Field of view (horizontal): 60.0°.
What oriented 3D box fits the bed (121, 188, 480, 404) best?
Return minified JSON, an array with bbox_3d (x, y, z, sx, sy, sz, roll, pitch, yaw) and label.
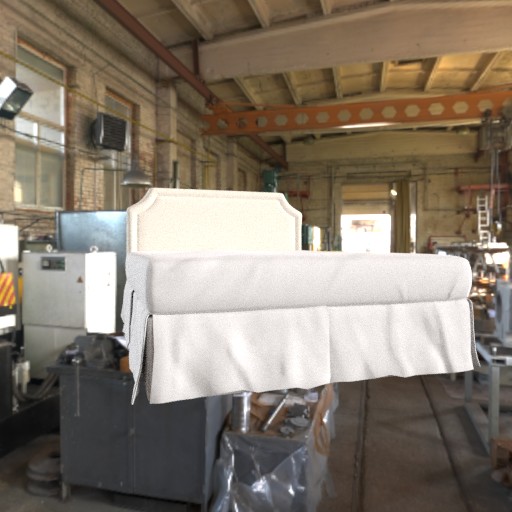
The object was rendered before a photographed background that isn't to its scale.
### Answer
[{"bbox_3d":[0.000,0.000,3.408,1.977,1.293,2.498,0,1,-19],"label":"bed"}]
